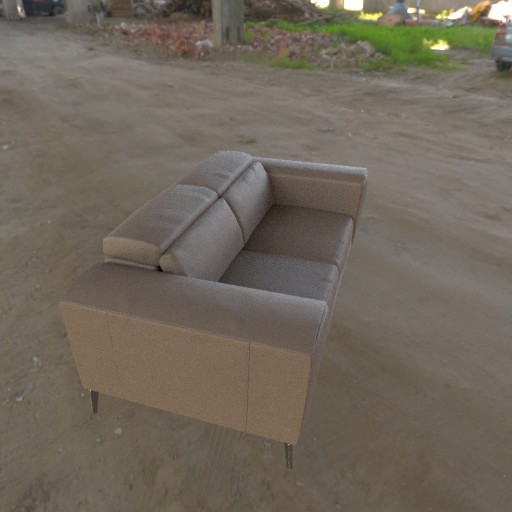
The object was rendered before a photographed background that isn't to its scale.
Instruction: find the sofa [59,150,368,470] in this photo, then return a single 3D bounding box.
[{"bbox_3d":[0.000,0.000,2.427,1.003,0.779,1.895,9,32,15],"label":"sofa"}]
